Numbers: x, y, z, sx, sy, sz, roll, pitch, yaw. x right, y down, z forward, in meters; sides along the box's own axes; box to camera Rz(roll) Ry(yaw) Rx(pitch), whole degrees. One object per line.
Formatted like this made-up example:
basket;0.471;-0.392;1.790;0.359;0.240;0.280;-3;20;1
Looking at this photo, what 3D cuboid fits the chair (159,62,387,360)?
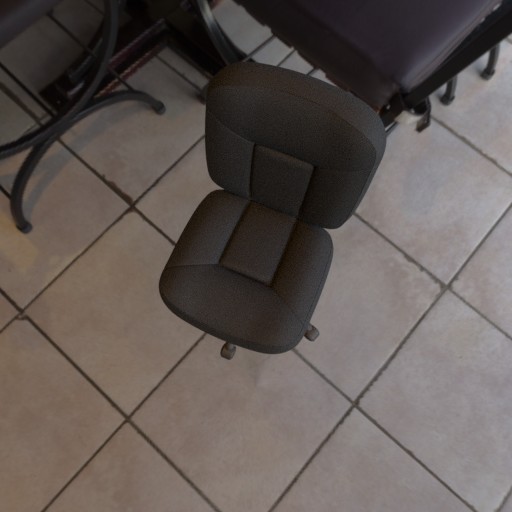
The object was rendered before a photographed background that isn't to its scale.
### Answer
chair;0.000;0.000;1.362;0.610;0.972;0.610;22;75;6
